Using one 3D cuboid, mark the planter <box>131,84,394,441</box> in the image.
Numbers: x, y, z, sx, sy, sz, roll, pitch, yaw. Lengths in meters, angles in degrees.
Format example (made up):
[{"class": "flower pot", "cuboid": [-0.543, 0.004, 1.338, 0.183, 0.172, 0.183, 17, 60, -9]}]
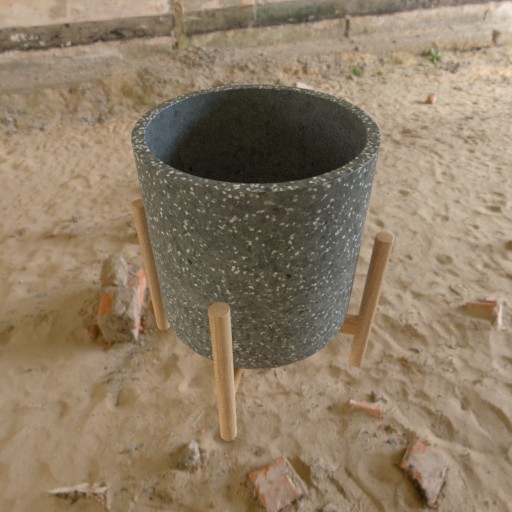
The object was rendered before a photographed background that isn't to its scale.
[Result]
[{"class": "planter", "cuboid": [0.000, 0.000, 0.684, 0.360, 0.419, 0.360, 25, 46, 27]}]
